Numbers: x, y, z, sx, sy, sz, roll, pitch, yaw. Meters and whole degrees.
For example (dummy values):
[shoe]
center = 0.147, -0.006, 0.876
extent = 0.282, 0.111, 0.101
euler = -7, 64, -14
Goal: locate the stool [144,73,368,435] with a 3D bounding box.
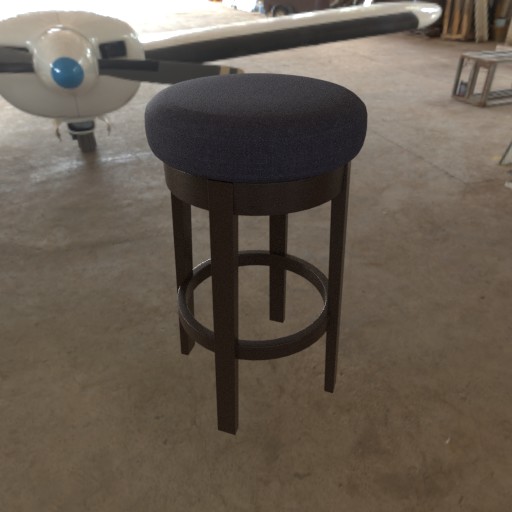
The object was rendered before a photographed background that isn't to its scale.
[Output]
[stool]
center = 0.000, 0.000, 1.046
extent = 0.446, 0.758, 0.446
euler = 0, 33, 0
